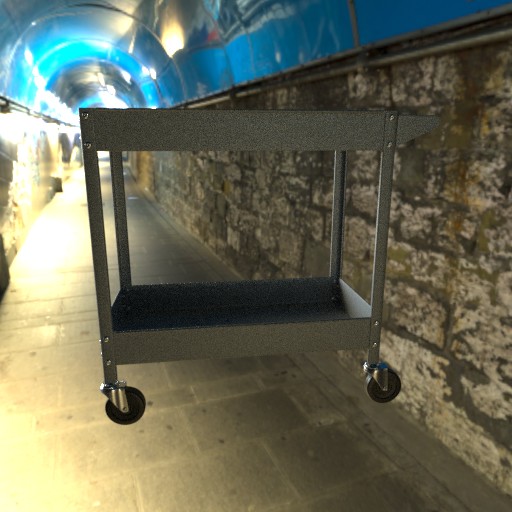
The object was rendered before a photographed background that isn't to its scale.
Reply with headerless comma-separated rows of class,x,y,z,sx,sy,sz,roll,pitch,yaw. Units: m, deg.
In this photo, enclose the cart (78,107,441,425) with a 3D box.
cart,0.000,0.000,1.176,0.779,0.719,0.366,-2,15,-8
